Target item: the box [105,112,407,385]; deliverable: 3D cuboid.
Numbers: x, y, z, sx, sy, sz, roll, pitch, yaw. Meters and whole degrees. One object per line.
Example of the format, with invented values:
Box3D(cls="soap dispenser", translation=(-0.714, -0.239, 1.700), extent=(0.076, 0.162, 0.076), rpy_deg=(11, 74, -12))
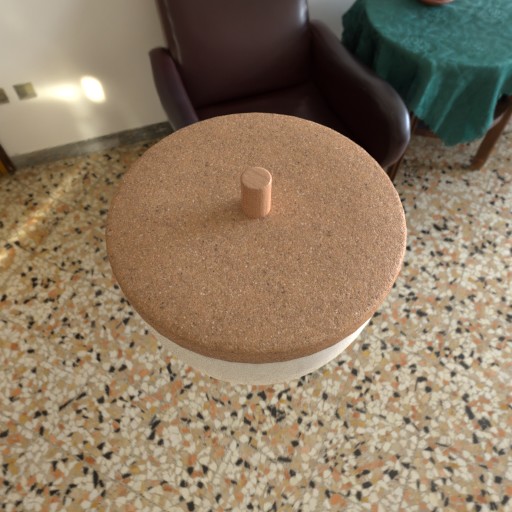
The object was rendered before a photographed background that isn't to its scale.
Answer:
Box3D(cls="box", translation=(0.000, 0.000, 0.184), extent=(0.107, 0.094, 0.107), rpy_deg=(0, 57, 0))
